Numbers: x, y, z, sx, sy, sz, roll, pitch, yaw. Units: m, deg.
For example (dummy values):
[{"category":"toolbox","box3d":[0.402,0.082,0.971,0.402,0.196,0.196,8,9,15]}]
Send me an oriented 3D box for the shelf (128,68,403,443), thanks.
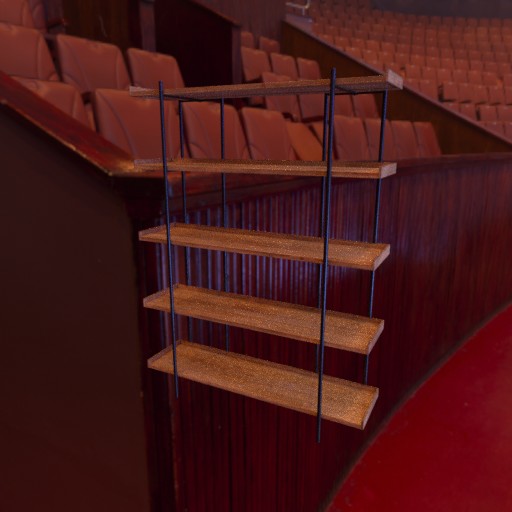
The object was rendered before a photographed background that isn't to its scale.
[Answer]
[{"category":"shelf","box3d":[0.000,0.000,2.455,1.371,1.826,0.379,7,16,26]}]
